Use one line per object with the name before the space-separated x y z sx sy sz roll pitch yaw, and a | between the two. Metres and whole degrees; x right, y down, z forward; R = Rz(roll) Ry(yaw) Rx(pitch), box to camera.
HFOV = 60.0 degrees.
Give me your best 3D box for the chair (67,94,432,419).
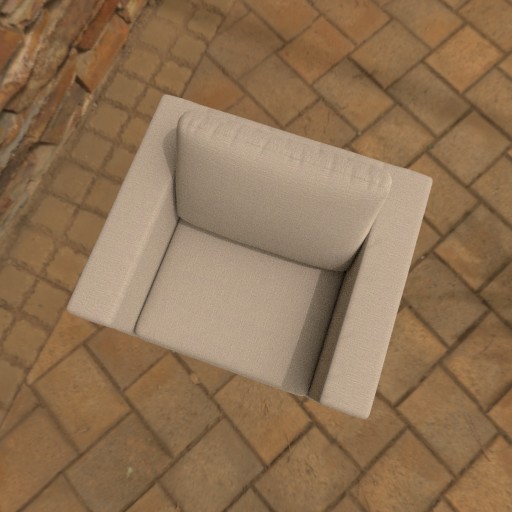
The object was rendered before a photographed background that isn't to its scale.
chair | 0.000 0.000 1.822 1.150 0.878 0.957 19 77 5
